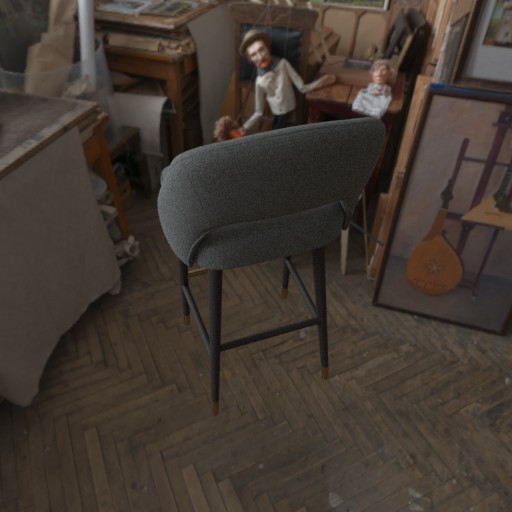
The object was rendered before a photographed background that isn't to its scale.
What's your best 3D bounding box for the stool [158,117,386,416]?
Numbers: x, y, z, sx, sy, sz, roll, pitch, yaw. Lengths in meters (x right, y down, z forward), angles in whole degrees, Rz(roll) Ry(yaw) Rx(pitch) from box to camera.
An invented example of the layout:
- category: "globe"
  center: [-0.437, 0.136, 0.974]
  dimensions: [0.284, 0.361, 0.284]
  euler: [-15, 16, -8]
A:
- category: "stool"
  center: [0.000, 0.000, 1.372]
  dimensions: [0.536, 1.089, 0.524]
  euler: [-14, 45, -14]
